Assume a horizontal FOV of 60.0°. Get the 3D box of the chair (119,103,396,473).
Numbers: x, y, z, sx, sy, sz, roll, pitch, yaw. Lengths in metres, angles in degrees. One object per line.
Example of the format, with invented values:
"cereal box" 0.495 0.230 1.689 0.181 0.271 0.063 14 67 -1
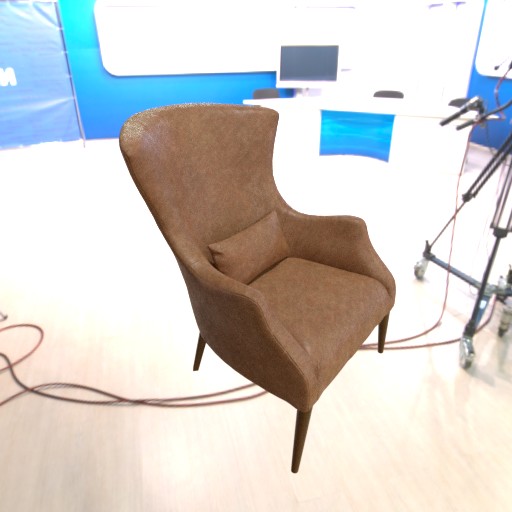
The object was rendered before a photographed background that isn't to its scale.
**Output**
"chair" 0.000 0.000 1.782 0.955 1.067 0.846 19 33 32
